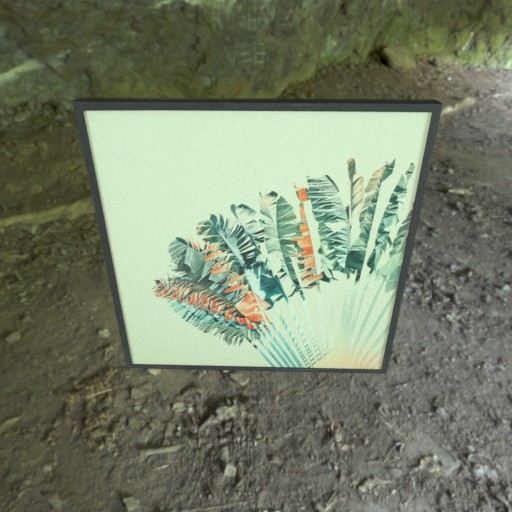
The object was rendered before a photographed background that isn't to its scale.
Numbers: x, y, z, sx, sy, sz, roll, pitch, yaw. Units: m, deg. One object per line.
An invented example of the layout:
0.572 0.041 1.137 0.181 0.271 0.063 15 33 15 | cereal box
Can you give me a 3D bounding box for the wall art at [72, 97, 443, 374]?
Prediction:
0.000 0.000 1.124 0.762 0.758 0.043 1 31 1 | wall art
